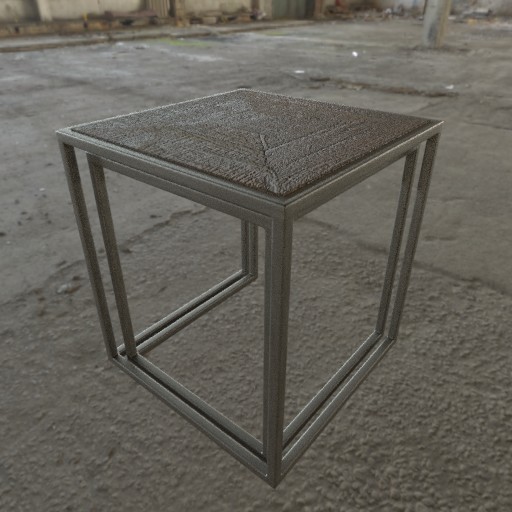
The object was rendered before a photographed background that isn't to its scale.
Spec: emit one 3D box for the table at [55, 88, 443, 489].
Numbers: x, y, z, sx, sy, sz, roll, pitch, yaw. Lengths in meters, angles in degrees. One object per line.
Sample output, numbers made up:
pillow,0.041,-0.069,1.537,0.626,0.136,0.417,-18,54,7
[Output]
table,0.000,0.000,0.848,0.450,0.500,0.449,23,38,33
